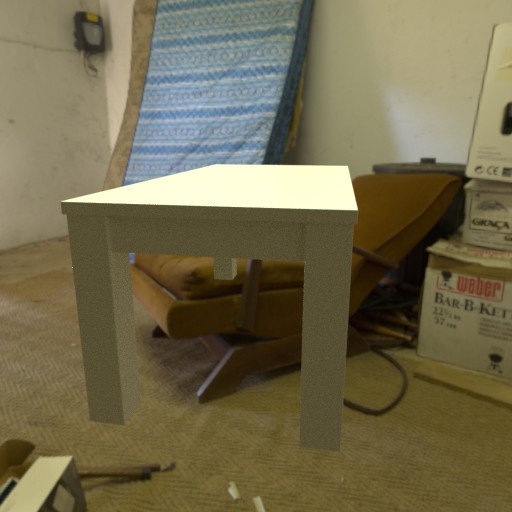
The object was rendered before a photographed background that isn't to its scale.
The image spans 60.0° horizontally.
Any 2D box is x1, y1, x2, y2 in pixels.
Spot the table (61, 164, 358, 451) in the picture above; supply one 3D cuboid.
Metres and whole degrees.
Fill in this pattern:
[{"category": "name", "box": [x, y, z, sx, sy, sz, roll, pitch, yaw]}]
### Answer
[{"category": "table", "box": [0.000, 0.000, 2.249, 0.900, 0.790, 1.800, 3, 16, 10]}]
